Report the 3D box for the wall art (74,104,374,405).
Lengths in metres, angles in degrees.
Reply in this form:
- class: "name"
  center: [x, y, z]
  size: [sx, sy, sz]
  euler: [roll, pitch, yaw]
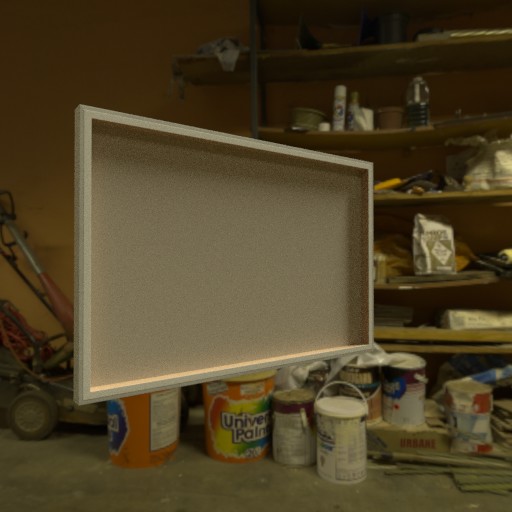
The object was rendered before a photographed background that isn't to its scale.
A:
- class: "wall art"
  center: [0.000, 0.000, 1.183]
  size: [0.915, 0.610, 0.038]
  euler: [0, -1, -36]
